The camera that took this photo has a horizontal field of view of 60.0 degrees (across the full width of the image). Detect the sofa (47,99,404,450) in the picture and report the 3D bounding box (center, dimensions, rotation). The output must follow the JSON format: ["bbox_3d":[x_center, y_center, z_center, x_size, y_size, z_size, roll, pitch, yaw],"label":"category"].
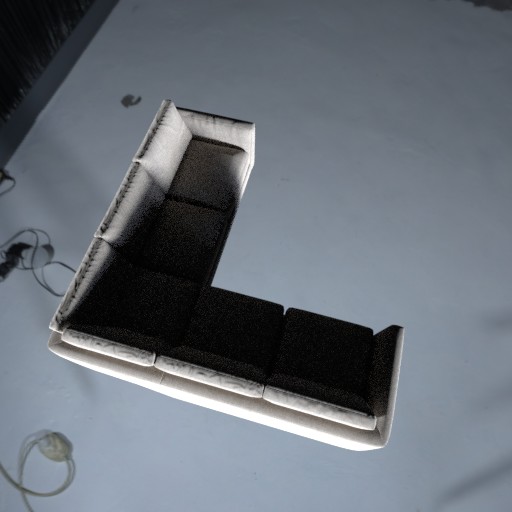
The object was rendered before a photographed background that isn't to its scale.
[{"bbox_3d":[0.000,0.000,3.663,2.438,0.864,2.438,14,64,7],"label":"sofa"}]
